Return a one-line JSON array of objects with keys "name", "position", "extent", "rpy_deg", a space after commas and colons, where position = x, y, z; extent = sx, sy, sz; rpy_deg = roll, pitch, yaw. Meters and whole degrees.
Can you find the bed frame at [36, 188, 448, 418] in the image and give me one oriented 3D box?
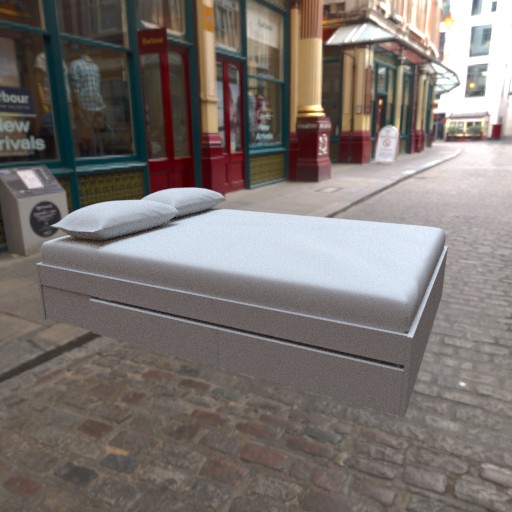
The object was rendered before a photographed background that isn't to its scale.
[{"name": "bed frame", "position": [0.000, 0.000, 2.576], "extent": [1.950, 0.629, 1.450], "rpy_deg": [8, 17, 26]}]
